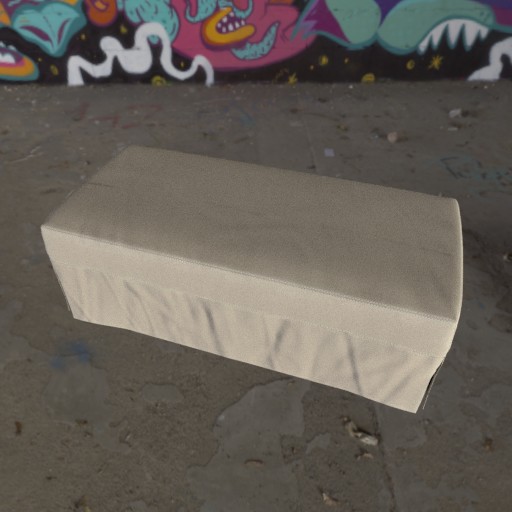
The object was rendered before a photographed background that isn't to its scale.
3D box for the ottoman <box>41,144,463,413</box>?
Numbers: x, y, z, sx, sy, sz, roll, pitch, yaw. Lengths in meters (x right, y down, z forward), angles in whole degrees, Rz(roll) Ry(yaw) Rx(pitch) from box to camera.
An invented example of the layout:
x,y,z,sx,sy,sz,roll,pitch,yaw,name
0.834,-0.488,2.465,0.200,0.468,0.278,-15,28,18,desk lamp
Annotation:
x,y,z,sx,sy,sz,roll,pitch,yaw,name
0.000,0.000,1.678,1.388,0.457,0.665,12,43,13,ottoman
